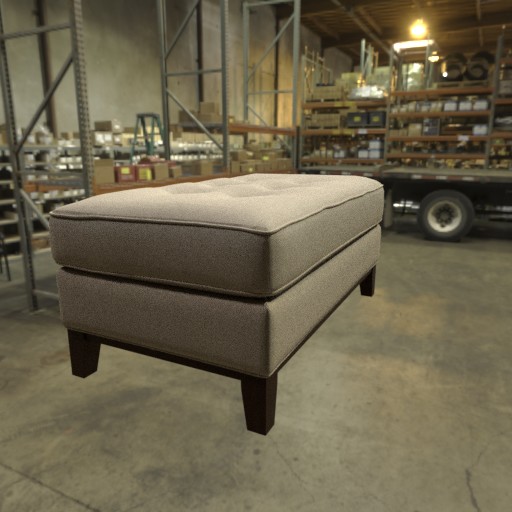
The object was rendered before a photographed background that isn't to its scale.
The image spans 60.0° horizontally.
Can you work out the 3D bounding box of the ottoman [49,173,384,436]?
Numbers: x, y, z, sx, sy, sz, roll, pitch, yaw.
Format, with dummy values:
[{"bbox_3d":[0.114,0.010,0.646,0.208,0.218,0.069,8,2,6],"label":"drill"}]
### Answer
[{"bbox_3d":[0.000,0.000,1.518,0.648,0.508,1.143,7,15,26],"label":"ottoman"}]
